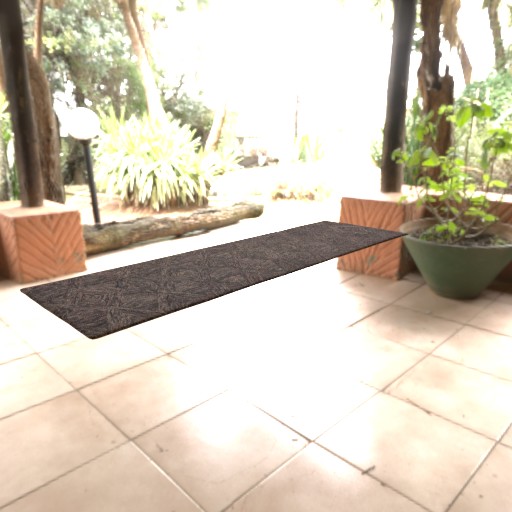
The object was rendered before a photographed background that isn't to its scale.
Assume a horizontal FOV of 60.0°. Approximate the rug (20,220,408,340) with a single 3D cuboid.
[{"bbox_3d":[0.000,0.000,2.529,0.719,0.013,2.305,15,21,42],"label":"rug"}]
